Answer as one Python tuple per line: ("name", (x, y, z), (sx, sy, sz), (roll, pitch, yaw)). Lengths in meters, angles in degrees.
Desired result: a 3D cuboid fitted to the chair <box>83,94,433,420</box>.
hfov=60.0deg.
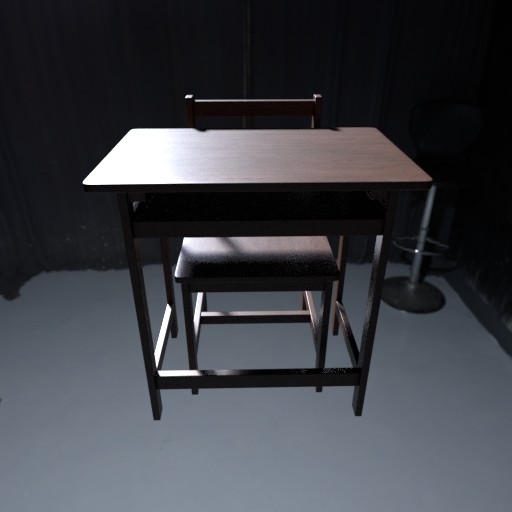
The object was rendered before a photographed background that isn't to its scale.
("chair", (0.000, 0.000, 1.078), (0.599, 0.673, 0.463), (-1, 29, -1))
